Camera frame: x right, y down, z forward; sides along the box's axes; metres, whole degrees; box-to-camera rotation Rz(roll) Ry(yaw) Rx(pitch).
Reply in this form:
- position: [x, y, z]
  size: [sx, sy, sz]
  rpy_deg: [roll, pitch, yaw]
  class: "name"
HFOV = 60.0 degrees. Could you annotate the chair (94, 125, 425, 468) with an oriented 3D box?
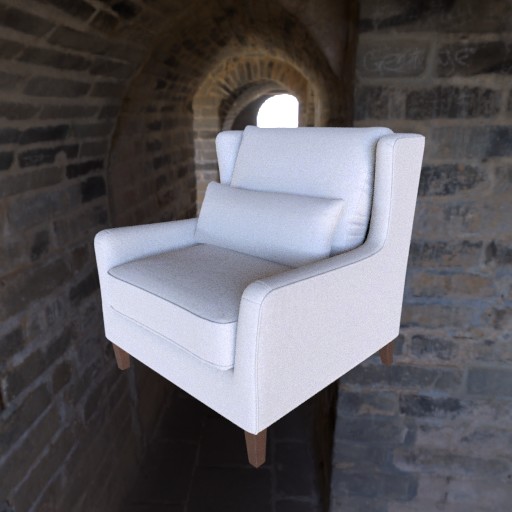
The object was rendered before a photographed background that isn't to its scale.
- position: [0.000, 0.000, 1.882]
  size: [0.982, 1.056, 1.040]
  rpy_deg: [16, 23, 42]
  class: "chair"
